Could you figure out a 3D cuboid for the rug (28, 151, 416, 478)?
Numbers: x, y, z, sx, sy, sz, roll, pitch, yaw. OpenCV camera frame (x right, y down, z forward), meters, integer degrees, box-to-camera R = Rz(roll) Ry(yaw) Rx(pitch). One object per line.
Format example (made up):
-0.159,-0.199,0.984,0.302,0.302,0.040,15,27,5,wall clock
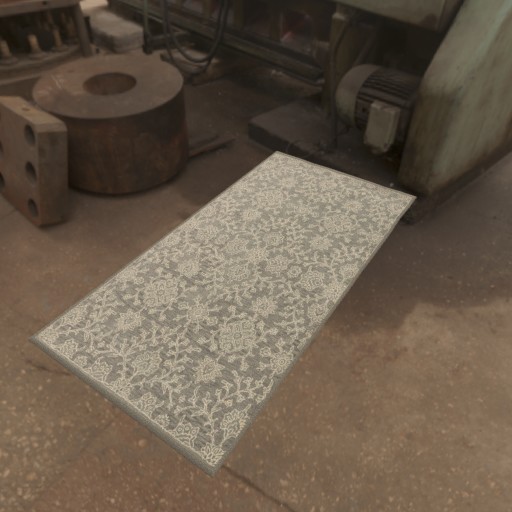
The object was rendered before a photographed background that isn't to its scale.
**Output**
0.000,0.000,3.521,1.546,0.011,3.048,25,47,25,rug
